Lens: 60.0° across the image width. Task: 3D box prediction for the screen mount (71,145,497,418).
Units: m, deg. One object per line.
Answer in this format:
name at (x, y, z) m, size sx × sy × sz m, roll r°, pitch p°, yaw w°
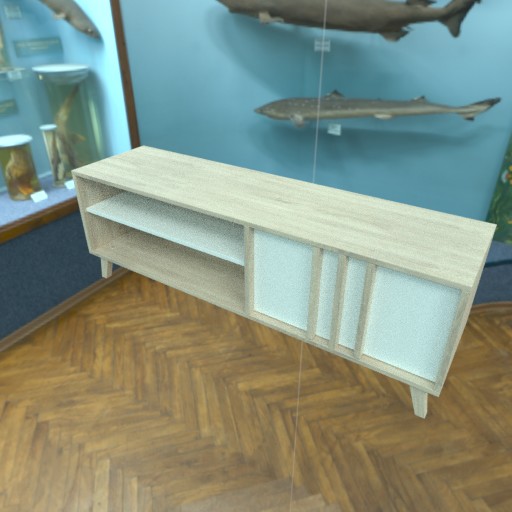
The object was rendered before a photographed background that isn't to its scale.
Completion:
screen mount at (0.000, 0.000, 1.695) m, size 1.500 × 0.510 × 0.400 m, roll 18°, pitch 35°, yaw 28°
